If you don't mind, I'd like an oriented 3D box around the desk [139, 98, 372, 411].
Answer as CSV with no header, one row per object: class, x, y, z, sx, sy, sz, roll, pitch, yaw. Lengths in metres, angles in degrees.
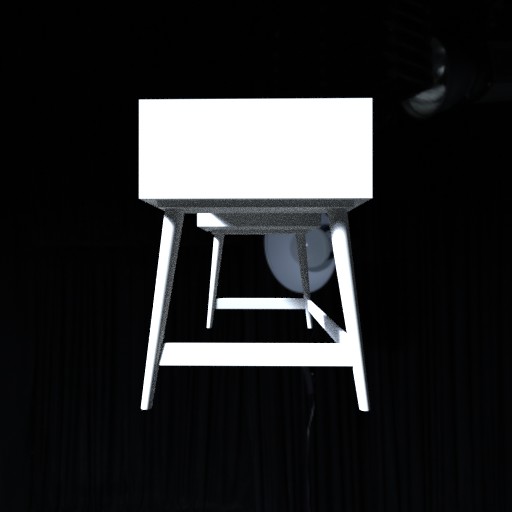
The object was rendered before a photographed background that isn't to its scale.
desk,0.000,0.000,1.739,0.589,0.762,1.313,0,0,1
